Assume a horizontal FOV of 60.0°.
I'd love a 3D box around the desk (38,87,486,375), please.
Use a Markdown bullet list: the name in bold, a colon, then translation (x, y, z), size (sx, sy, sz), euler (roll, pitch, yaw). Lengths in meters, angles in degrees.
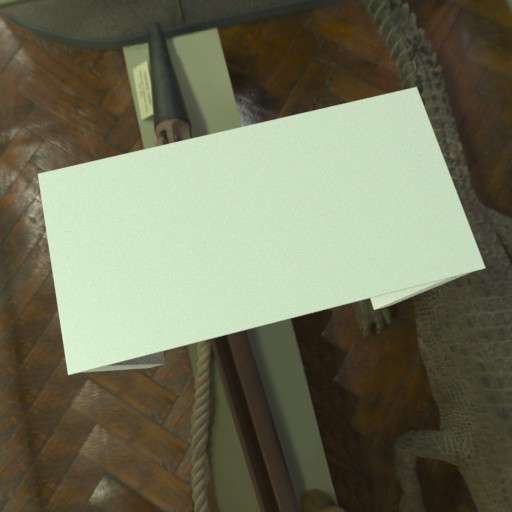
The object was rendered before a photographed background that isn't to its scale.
- **desk**: translation (0.000, 0.000, 1.442), size (0.990, 0.762, 0.497), euler (-14, 77, -3)
